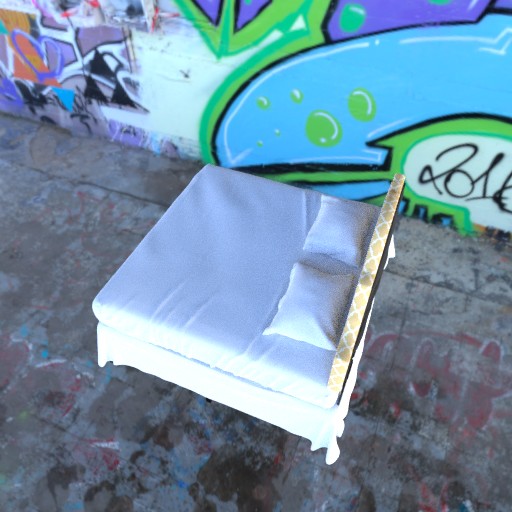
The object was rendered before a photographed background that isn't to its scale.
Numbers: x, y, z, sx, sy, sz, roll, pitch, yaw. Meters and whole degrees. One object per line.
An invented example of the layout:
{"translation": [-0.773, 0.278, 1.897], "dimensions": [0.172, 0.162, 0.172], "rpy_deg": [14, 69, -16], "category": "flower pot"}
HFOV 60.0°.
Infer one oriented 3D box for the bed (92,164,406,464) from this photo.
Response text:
{"translation": [0.000, 0.000, 3.755], "dimensions": [2.222, 1.601, 2.314], "rpy_deg": [17, 49, 15], "category": "bed"}
